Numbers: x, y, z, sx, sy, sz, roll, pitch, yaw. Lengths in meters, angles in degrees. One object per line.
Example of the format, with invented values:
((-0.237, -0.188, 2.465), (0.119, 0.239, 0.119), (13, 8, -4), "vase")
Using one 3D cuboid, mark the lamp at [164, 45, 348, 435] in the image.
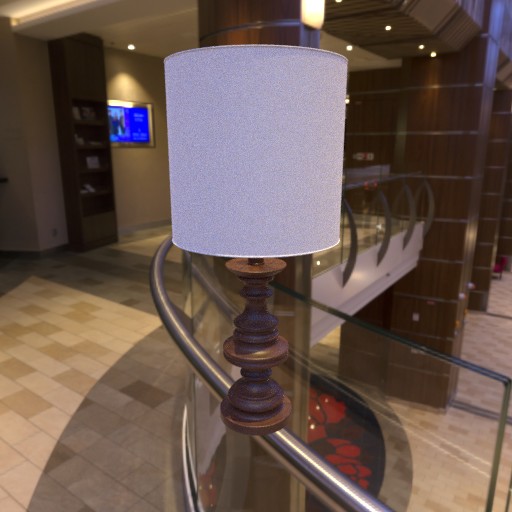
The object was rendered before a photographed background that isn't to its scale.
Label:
((0.000, 0.000, 0.567), (0.208, 0.455, 0.208), (-2, 14, -10), "lamp")
